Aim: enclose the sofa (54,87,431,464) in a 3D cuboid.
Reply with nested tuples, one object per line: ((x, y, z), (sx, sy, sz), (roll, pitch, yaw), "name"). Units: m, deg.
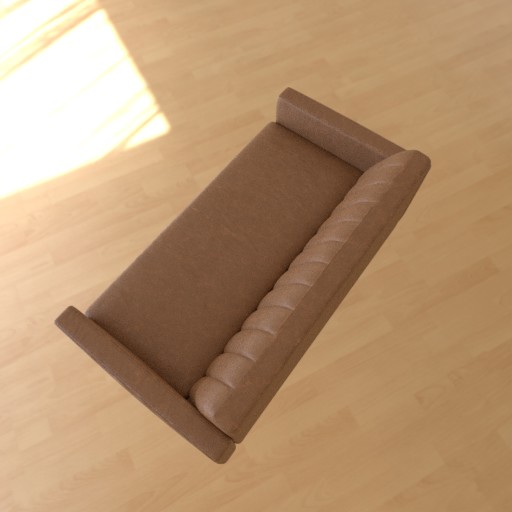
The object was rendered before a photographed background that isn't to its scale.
((0.000, 0.000, 2.390), (0.993, 0.821, 1.847), (34, 69, 15), "sofa")
